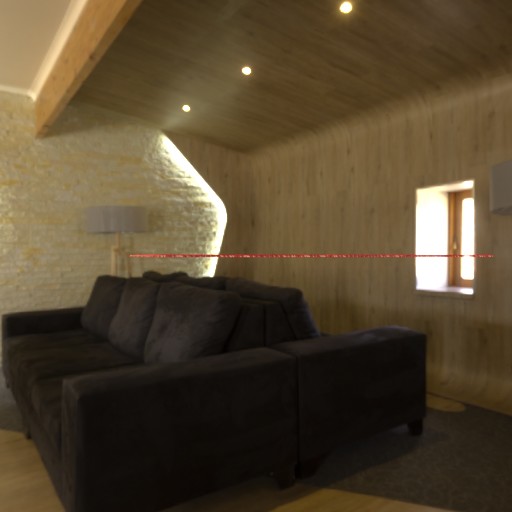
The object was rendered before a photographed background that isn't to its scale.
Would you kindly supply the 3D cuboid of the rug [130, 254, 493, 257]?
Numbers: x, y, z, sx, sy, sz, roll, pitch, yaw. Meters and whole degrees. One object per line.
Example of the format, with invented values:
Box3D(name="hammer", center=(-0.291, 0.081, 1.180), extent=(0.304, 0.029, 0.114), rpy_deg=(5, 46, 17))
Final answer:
Box3D(name="rug", center=(0.000, 0.000, 2.976), extent=(1.531, 0.010, 2.442), rpy_deg=(0, 0, -18))
